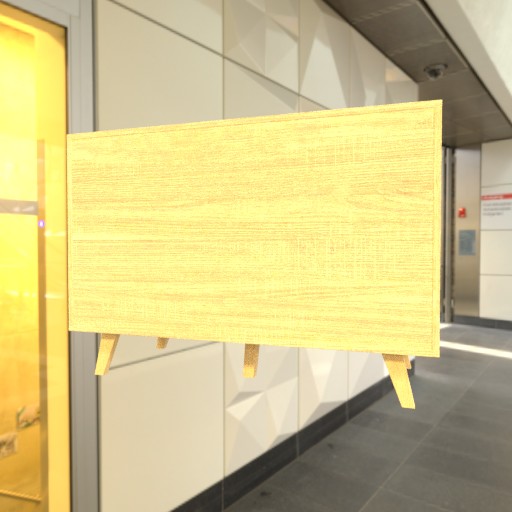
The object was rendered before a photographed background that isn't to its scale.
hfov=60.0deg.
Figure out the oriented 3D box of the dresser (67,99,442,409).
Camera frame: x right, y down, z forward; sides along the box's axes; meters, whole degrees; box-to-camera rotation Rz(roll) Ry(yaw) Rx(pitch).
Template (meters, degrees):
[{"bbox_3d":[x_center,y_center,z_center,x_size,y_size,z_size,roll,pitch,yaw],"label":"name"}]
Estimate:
[{"bbox_3d":[0.000,0.000,1.493,1.110,0.780,0.500,0,2,18],"label":"dresser"}]
